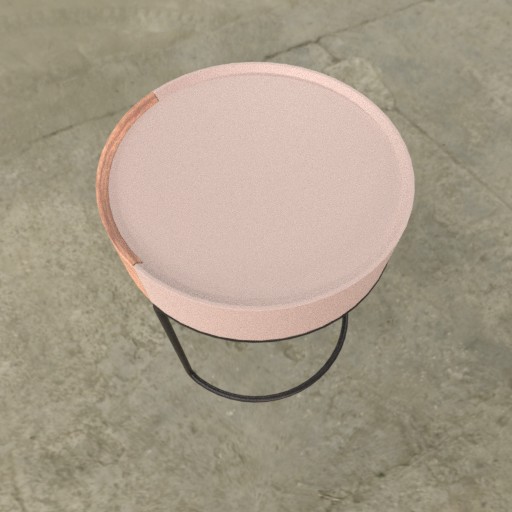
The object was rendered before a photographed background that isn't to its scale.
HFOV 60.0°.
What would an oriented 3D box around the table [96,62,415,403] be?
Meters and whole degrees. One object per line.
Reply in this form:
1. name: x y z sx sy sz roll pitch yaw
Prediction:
1. table: 0.000 0.000 0.861 0.450 0.530 0.450 0 61 0
